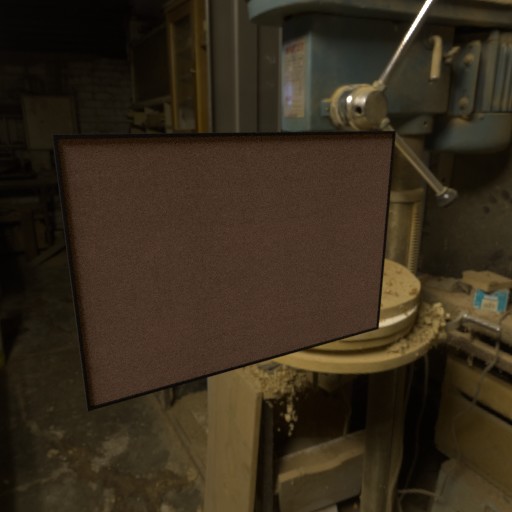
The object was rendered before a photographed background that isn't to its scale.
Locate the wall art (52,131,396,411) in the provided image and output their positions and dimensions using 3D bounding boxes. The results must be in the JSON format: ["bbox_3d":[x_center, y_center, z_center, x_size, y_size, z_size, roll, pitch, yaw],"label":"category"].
[{"bbox_3d":[0.000,0.000,1.229,0.957,0.660,0.019,-9,19,-27],"label":"wall art"}]
